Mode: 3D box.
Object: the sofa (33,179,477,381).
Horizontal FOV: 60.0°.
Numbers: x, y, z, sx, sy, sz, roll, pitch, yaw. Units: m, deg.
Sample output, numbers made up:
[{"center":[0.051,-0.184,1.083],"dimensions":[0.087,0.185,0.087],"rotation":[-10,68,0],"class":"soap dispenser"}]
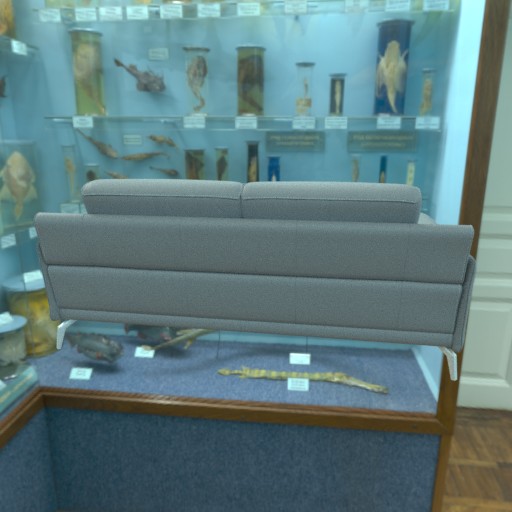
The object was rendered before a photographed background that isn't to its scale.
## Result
[{"center":[0.000,0.000,2.484],"dimensions":[2.100,0.900,0.969],"rotation":[2,15,9],"class":"sofa"}]
